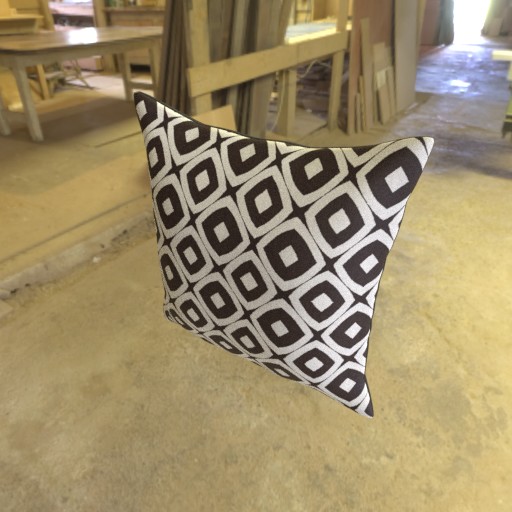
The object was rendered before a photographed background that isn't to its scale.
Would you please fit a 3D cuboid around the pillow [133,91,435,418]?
[{"bbox_3d":[0.000,0.000,0.765,0.504,0.494,0.188,19,36,29],"label":"pillow"}]
